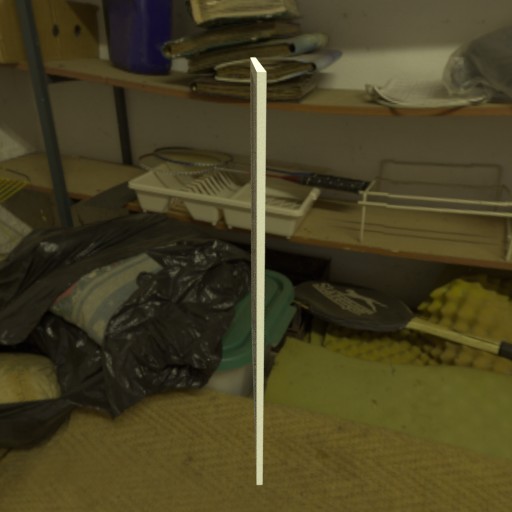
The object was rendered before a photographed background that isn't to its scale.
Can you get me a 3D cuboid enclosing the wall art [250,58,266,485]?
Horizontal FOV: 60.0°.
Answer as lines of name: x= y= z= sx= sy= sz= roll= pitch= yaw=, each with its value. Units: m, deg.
wall art: x=0.000 y=0.000 z=1.206 sx=0.015 sy=0.965 sz=0.660 roll=-1 pitch=26 yaw=-1
